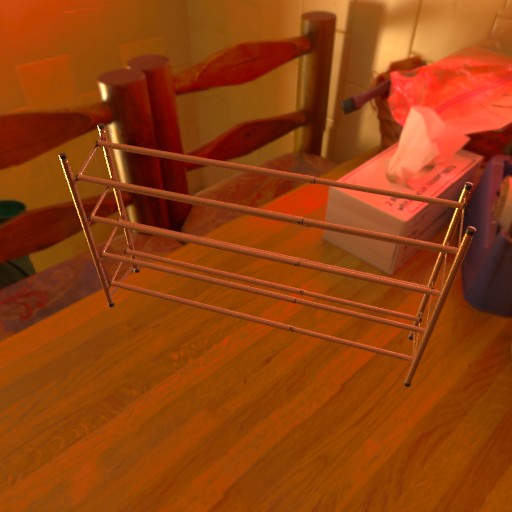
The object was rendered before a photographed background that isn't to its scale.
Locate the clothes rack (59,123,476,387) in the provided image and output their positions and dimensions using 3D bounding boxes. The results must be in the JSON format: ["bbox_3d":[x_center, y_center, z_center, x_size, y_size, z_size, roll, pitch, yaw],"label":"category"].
[{"bbox_3d":[0.000,0.000,1.482,1.168,0.672,0.229,12,43,13],"label":"clothes rack"}]
